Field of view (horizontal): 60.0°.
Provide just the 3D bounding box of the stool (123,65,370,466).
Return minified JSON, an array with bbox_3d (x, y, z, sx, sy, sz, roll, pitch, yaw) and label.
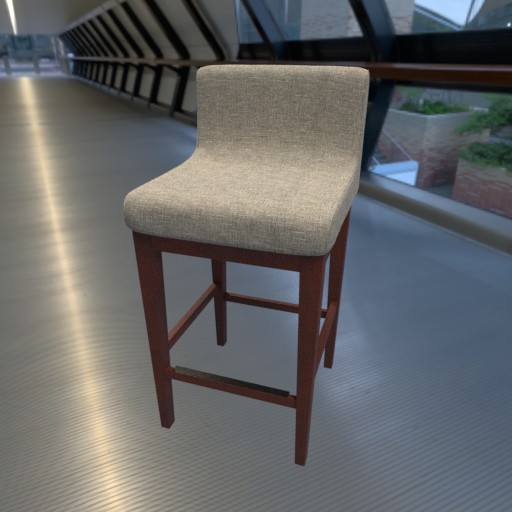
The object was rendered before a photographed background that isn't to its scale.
[{"bbox_3d":[0.000,0.000,1.070,0.417,0.835,0.459,8,26,17],"label":"stool"}]
